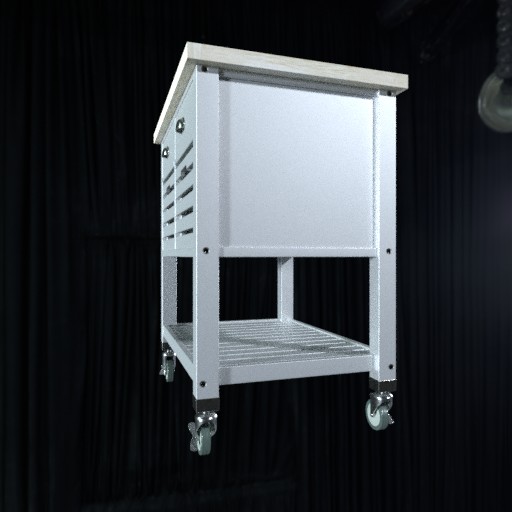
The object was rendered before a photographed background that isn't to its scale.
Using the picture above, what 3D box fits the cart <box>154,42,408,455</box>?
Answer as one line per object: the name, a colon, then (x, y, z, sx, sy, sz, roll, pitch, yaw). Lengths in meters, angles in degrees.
cart: (0.000, 0.000, 1.393, 0.559, 0.914, 0.762, 0, 0, -18)
